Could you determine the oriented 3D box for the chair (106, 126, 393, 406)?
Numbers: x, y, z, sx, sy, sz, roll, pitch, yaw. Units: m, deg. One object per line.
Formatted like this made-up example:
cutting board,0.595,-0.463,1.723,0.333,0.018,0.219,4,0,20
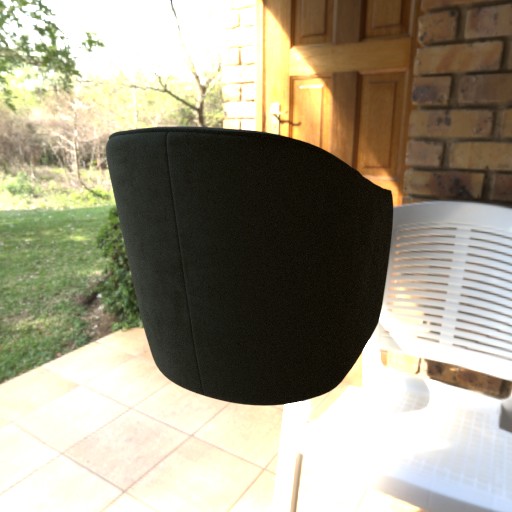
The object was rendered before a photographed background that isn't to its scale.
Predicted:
chair,0.000,0.000,1.439,0.747,0.799,0.875,8,17,25
